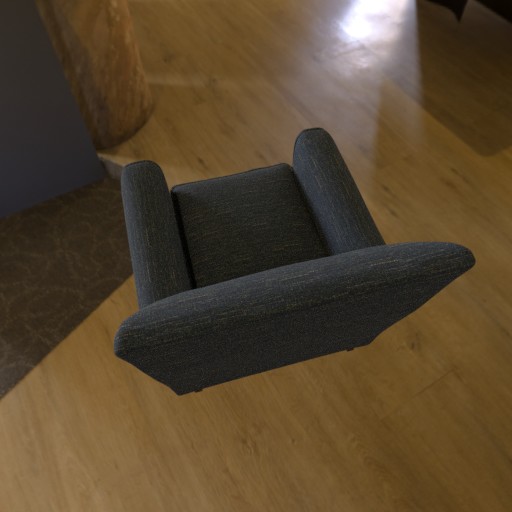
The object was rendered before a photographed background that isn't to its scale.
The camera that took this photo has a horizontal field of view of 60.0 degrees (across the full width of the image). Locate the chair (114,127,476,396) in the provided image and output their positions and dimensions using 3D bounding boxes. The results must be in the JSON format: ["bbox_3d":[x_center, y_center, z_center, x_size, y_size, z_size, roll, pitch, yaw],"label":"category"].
[{"bbox_3d":[0.000,0.000,1.596,0.864,0.928,0.873,-13,59,-8],"label":"chair"}]
